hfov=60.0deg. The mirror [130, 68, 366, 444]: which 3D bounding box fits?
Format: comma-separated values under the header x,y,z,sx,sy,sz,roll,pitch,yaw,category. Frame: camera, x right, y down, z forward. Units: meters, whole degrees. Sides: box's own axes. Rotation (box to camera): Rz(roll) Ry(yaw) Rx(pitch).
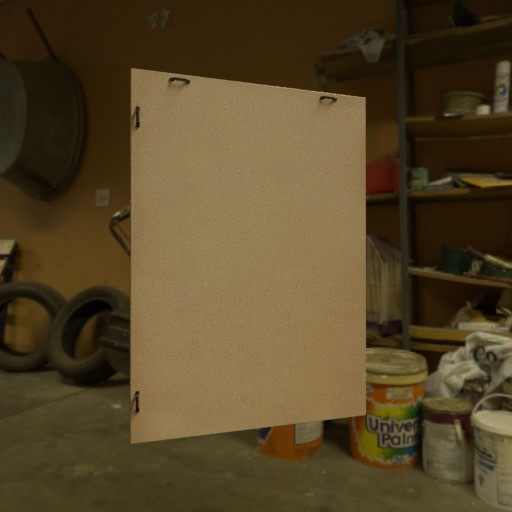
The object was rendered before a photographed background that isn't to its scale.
x,y,z,sx,sy,sz,roll,pitch,yaw,category
0.000,0.000,0.929,0.507,0.710,0.039,0,0,-18,mirror
